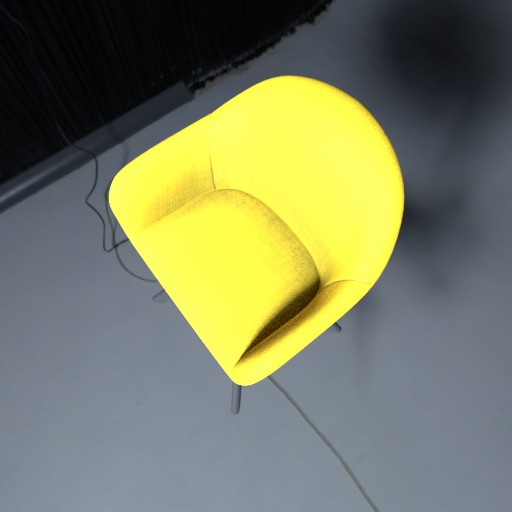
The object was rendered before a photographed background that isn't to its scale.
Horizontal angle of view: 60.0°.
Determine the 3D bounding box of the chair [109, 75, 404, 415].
[{"bbox_3d":[0.000,0.000,1.183,0.550,0.795,0.590,-35,69,-15],"label":"chair"}]
